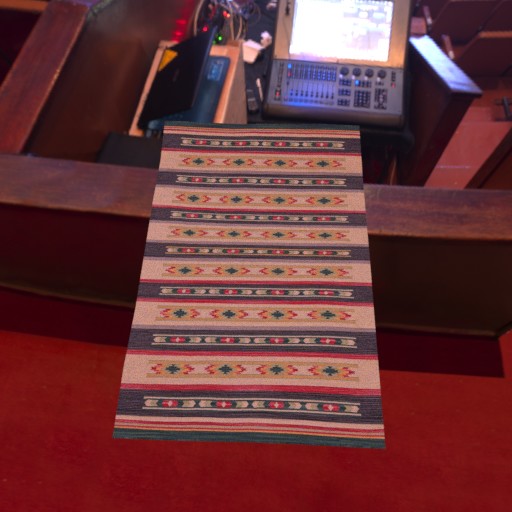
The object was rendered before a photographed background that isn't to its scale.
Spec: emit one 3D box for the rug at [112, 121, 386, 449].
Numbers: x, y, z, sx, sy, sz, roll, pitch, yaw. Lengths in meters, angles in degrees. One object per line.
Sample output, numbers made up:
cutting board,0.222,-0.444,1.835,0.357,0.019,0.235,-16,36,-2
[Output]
rug,0.000,0.000,2.957,1.522,0.010,2.311,2,65,1
